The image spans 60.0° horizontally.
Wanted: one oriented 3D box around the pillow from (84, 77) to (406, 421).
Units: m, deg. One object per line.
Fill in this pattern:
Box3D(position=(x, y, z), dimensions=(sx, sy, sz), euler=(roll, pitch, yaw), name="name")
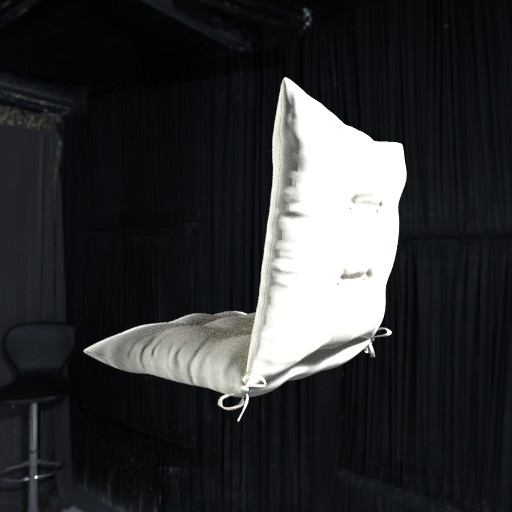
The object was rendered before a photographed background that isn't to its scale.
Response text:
Box3D(position=(0.000, 0.000, 1.006), dimensions=(0.585, 0.536, 0.541), euler=(1, 1, 38), name="pillow")
